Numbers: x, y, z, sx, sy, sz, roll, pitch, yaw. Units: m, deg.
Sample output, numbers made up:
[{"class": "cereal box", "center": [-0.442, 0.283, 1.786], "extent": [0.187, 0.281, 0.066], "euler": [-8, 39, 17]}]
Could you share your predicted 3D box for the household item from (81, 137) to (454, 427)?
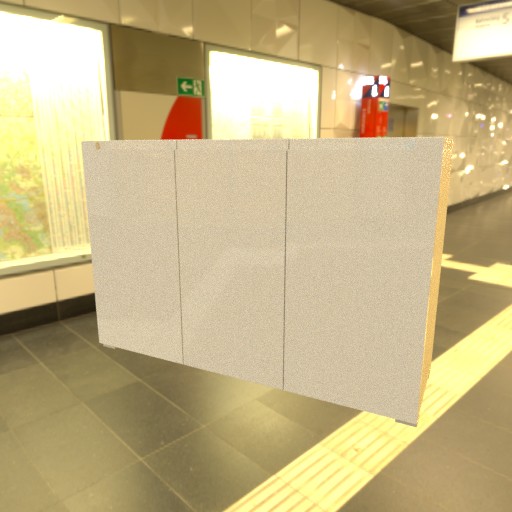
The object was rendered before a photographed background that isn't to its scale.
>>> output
[{"class": "household item", "center": [0.000, 0.000, 1.713], "extent": [1.300, 0.867, 0.420], "euler": [7, 15, 26]}]
